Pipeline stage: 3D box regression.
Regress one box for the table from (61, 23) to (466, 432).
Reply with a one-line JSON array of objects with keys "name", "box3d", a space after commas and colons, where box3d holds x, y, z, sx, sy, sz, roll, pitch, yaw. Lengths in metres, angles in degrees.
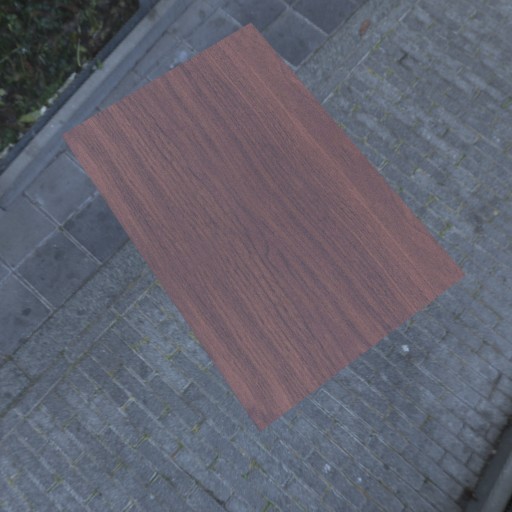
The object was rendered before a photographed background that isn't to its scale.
[{"name": "table", "box3d": [0.000, 0.000, 1.078, 0.406, 0.711, 0.589, -35, 78, -9]}]
